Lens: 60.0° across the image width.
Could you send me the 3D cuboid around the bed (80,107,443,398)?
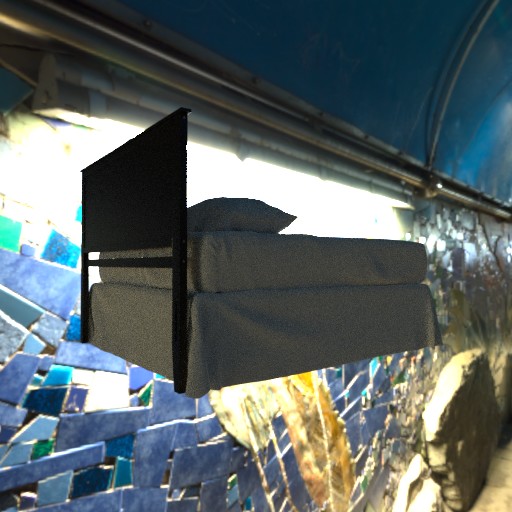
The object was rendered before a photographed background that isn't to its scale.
[{"bbox_3d":[0.000,0.000,3.205,2.050,1.270,1.870,1,-1,-36],"label":"bed"}]
